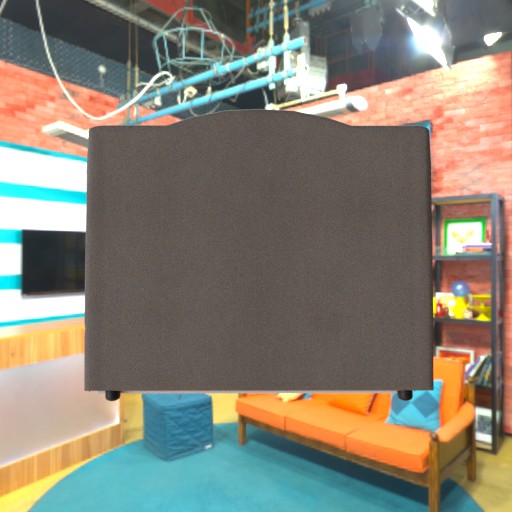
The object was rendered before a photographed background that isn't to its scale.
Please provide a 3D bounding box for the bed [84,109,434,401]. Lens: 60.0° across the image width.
[{"bbox_3d":[0.000,0.000,3.214,1.744,1.441,2.128,0,0,0],"label":"bed"}]
